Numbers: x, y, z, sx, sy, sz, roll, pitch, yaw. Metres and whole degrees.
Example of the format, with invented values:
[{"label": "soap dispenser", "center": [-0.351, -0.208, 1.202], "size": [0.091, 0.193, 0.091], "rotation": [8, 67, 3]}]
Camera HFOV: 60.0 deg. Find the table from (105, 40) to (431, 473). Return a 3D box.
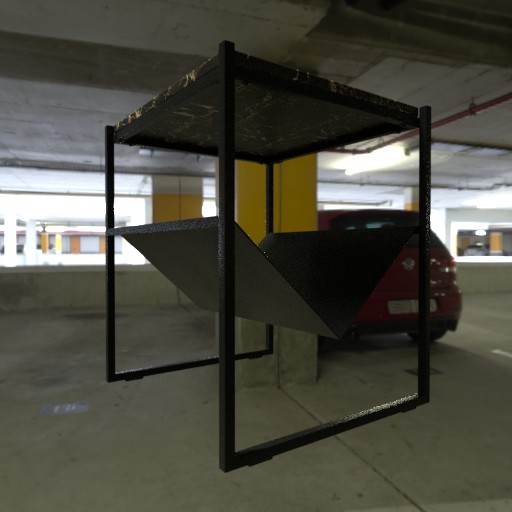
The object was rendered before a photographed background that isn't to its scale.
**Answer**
[{"label": "table", "center": [0.000, 0.000, 0.855], "size": [0.432, 0.534, 0.469], "rotation": [-1, 1, -36]}]
